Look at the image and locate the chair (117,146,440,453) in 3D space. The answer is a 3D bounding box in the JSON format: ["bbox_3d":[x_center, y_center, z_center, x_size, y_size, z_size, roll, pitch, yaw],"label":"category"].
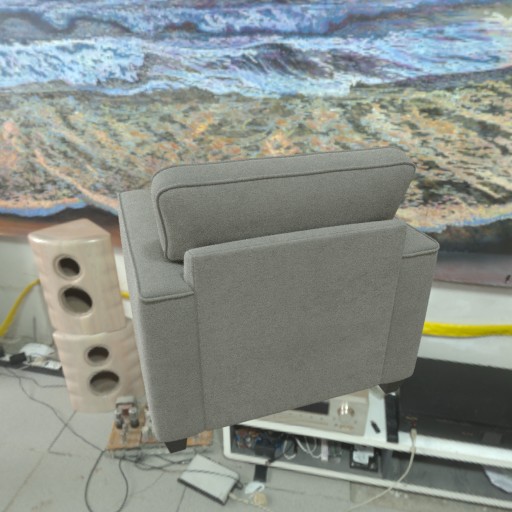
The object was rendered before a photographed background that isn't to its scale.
[{"bbox_3d":[0.000,0.000,1.788,1.015,0.965,0.939,-9,28,-17],"label":"chair"}]
